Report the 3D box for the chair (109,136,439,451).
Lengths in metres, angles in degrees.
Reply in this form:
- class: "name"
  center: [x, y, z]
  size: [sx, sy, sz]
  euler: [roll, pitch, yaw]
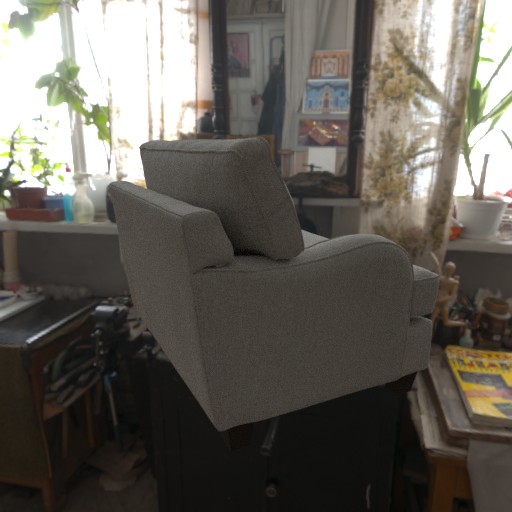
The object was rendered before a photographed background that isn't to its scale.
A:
- class: "chair"
  center: [0.000, 0.000, 1.988]
  size: [1.041, 1.016, 1.220]
  euler: [-7, 16, -26]
